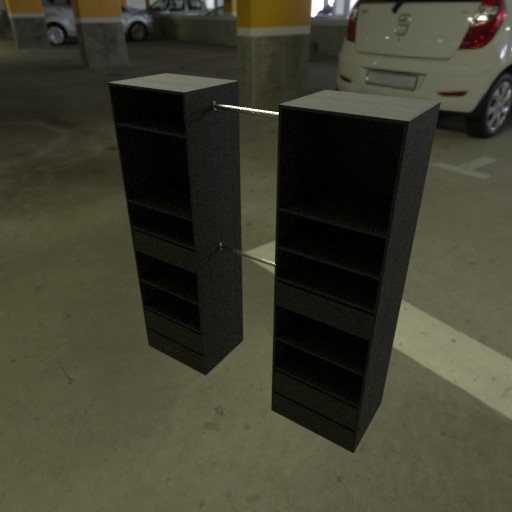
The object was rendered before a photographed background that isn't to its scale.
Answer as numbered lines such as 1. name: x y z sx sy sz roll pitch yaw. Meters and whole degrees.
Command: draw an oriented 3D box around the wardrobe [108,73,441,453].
1. wardrobe: 0.000 0.000 2.831 1.770 2.000 0.480 18 34 29
